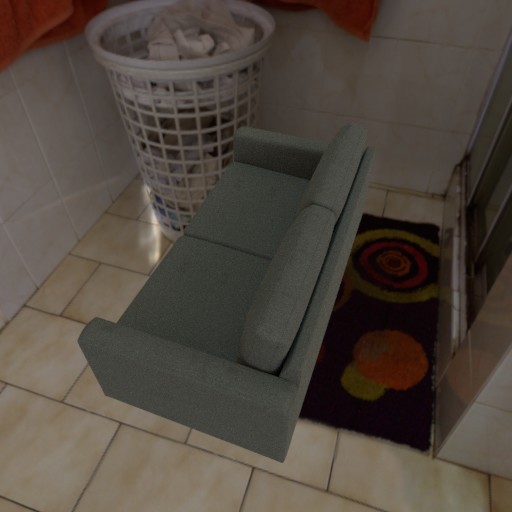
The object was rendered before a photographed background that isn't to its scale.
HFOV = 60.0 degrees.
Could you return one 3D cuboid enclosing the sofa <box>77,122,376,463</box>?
[{"bbox_3d":[0.000,0.000,2.332,0.889,0.897,1.730,15,48,14],"label":"sofa"}]
